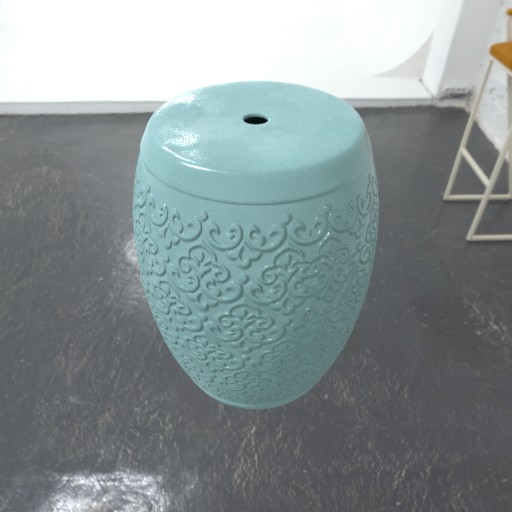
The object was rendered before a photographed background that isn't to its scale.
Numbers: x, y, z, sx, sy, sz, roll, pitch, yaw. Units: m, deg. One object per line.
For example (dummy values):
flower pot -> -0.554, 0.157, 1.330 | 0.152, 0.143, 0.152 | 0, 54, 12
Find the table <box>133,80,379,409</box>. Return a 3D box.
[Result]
table -> 0.000, 0.000, 0.607 | 0.309, 0.397, 0.309 | 0, 41, 0
